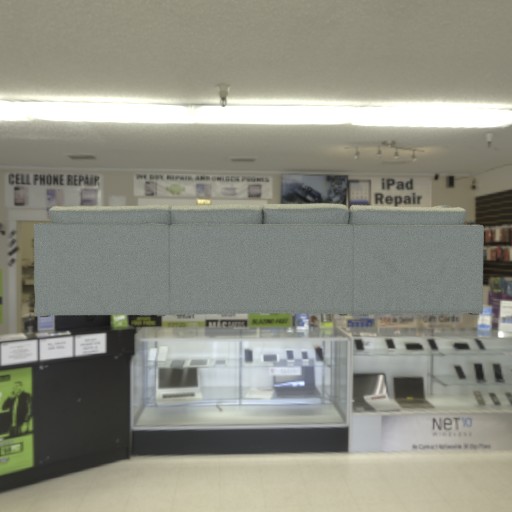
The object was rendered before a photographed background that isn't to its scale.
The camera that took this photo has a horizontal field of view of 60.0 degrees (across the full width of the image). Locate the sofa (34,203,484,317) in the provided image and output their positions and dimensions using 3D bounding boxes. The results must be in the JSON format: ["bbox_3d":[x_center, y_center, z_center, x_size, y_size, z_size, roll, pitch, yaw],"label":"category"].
[{"bbox_3d":[0.000,0.000,4.564,3.460,0.882,2.427,0,1,-2],"label":"sofa"}]
